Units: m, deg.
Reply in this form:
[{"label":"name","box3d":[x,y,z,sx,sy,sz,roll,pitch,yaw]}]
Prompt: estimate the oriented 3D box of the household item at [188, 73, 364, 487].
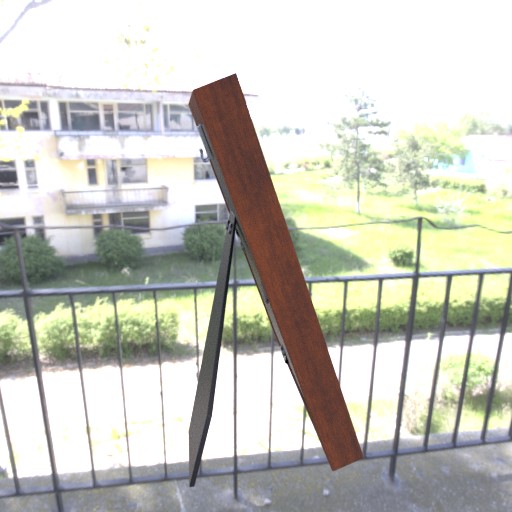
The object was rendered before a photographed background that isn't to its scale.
[{"label":"household item","box3d":[0.000,0.000,0.286,0.096,0.204,0.160,-3,17,-9]}]
